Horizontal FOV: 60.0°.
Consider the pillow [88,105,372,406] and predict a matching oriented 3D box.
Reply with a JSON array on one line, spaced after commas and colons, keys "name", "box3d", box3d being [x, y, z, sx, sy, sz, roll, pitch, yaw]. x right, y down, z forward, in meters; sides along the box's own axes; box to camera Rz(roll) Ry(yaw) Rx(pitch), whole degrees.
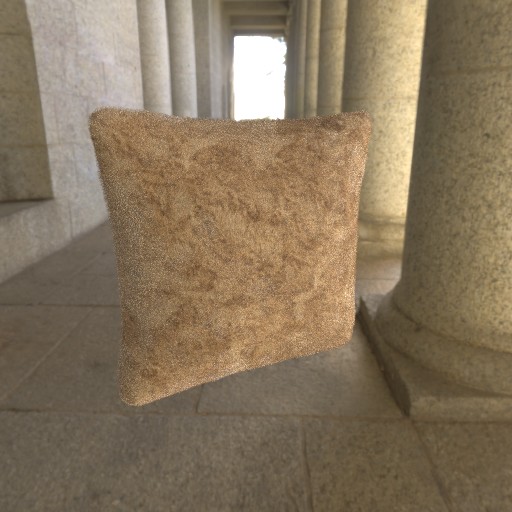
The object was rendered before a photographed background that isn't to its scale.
[{"name": "pillow", "box3d": [0.000, 0.000, 0.823, 0.538, 0.525, 0.216, -9, 19, -26]}]
